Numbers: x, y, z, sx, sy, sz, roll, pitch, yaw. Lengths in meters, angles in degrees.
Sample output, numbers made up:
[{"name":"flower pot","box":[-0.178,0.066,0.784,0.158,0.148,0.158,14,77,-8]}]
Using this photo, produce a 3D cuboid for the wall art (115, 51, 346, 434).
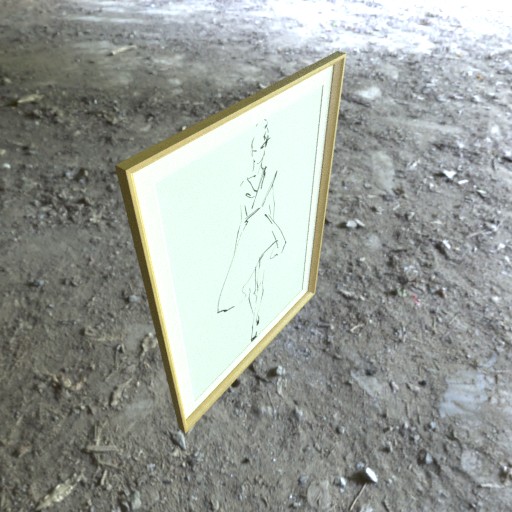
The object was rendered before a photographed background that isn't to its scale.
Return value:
[{"name":"wall art","box":[0.000,0.000,1.369,0.030,1.002,0.798,28,49,27]}]
